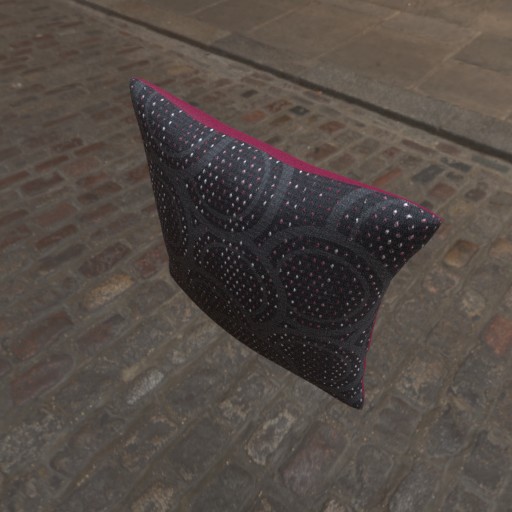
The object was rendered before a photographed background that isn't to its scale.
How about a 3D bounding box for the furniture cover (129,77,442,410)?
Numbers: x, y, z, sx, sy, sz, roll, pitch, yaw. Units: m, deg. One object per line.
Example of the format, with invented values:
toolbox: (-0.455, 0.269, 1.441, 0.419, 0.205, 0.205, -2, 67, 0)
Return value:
furniture cover: (0.000, 0.000, 0.807, 0.552, 0.509, 0.193, 32, 55, 26)
